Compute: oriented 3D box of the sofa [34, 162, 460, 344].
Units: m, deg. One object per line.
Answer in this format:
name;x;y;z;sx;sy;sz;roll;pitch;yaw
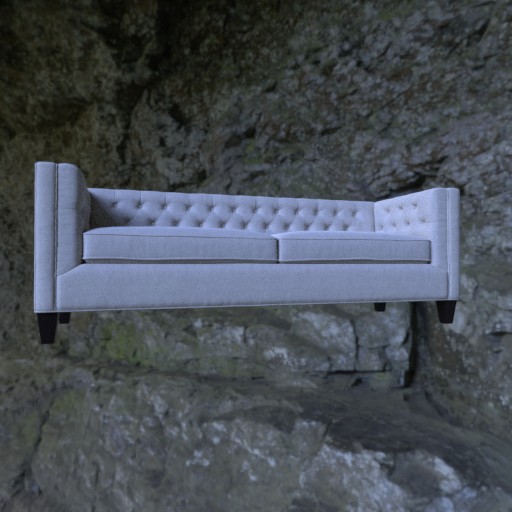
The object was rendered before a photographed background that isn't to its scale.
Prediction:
sofa;0.000;0.000;2.508;2.159;0.762;0.775;0;-1;-18
